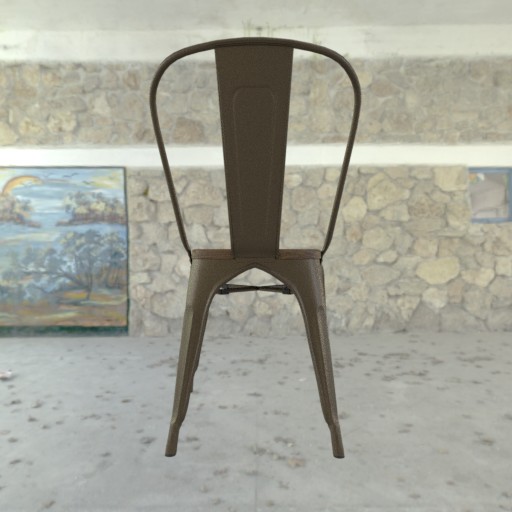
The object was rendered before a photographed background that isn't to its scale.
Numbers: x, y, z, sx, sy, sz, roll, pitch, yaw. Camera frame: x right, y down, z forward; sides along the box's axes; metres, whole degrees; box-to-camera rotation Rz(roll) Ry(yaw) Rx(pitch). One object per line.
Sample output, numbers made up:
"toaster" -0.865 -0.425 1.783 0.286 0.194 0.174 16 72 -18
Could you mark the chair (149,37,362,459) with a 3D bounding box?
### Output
"chair" 0.000 0.000 1.114 0.451 0.844 0.532 0 0 1
